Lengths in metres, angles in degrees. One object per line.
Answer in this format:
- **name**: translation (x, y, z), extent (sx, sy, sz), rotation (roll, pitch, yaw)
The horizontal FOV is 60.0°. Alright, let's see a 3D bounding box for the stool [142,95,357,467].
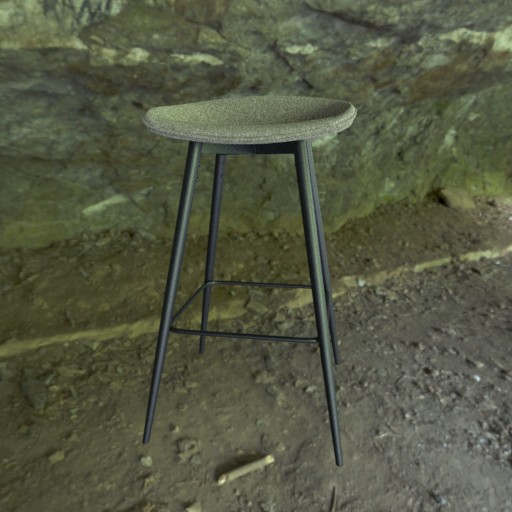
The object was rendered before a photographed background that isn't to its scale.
- **stool**: translation (0.000, 0.000, 1.137), extent (0.469, 0.814, 0.480), rotation (2, 15, 9)
